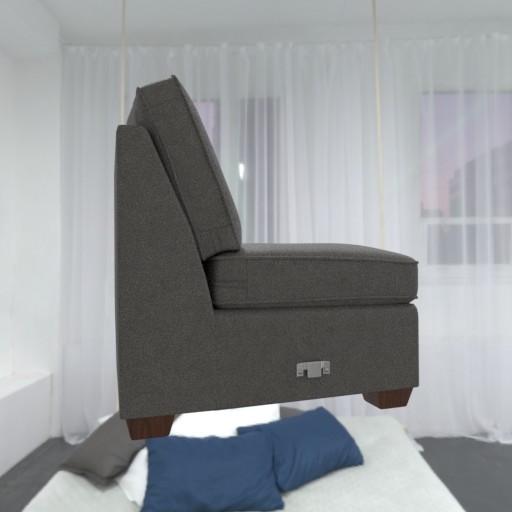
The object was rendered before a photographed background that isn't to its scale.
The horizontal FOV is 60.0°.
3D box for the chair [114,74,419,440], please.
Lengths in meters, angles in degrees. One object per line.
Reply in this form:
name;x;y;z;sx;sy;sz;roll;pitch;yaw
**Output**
chair;0.000;0.000;1.543;0.938;0.970;0.621;0;-1;-18
